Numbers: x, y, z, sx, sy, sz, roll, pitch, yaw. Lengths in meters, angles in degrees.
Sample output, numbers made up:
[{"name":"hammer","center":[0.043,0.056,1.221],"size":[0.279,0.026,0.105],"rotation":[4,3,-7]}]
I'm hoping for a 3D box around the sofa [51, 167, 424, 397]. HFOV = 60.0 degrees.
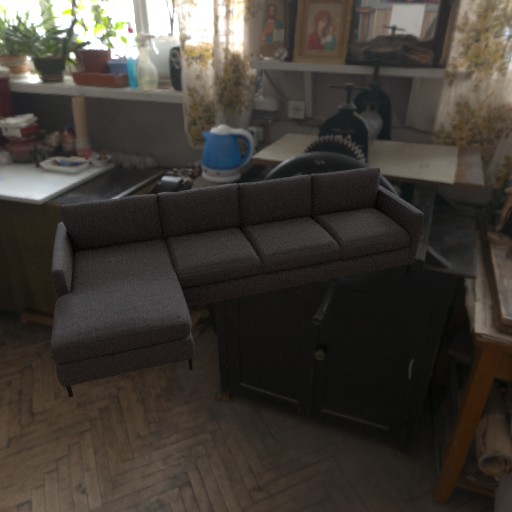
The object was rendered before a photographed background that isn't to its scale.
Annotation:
[{"name":"sofa","center":[0.000,0.000,3.216],"size":[2.731,0.754,1.258],"rotation":[-10,31,-16]}]
